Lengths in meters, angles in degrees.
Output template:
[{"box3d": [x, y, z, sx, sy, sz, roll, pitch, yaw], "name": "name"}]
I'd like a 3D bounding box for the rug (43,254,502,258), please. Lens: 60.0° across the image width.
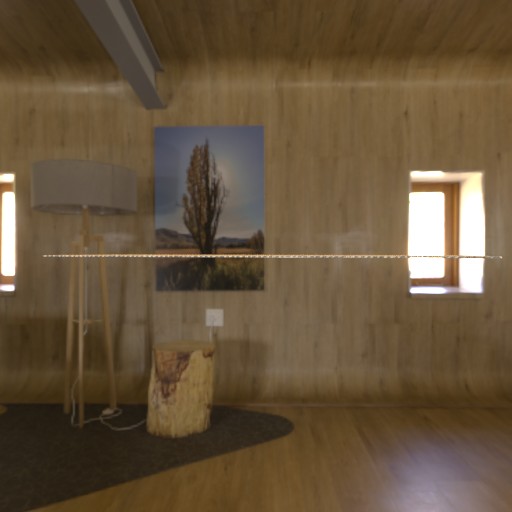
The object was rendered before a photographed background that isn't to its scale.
[{"box3d": [0.000, 0.000, 2.437, 2.286, 0.008, 0.686, 0, 1, 17], "name": "rug"}]
